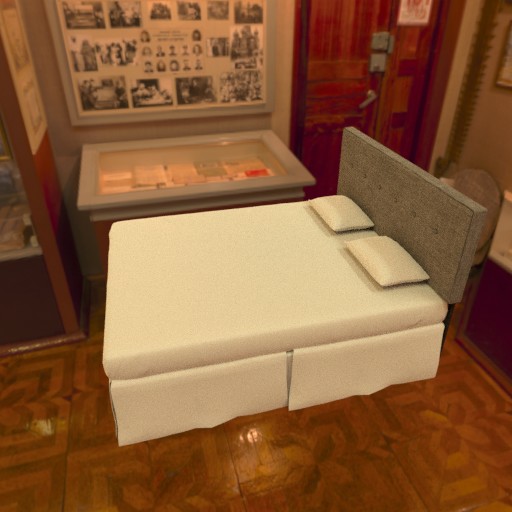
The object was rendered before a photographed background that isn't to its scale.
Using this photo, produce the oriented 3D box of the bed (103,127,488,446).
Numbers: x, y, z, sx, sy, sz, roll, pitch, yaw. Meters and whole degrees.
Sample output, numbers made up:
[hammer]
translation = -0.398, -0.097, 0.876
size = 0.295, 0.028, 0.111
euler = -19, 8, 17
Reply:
[bed]
translation = 0.000, 0.000, 2.929
size = 1.958, 1.168, 1.621
euler = -7, 32, -12
